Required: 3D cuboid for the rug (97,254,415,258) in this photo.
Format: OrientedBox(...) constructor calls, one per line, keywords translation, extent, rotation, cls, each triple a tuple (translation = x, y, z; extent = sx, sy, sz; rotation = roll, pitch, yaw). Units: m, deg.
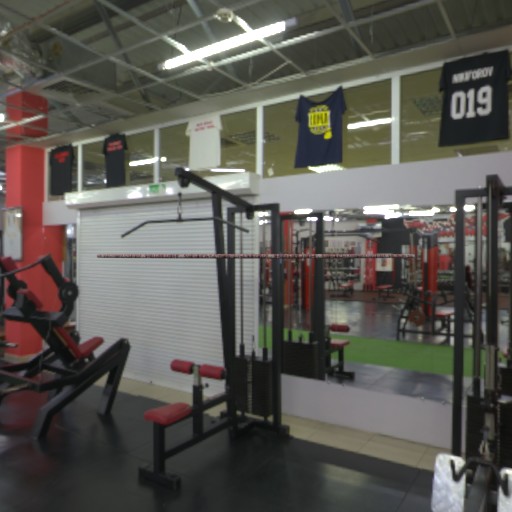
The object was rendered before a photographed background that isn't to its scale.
OrientedBox(translation=(0.000, 0.000, 2.237), extent=(1.514, 0.015, 1.514), rotation=(0, 0, 0), cls="rug")
